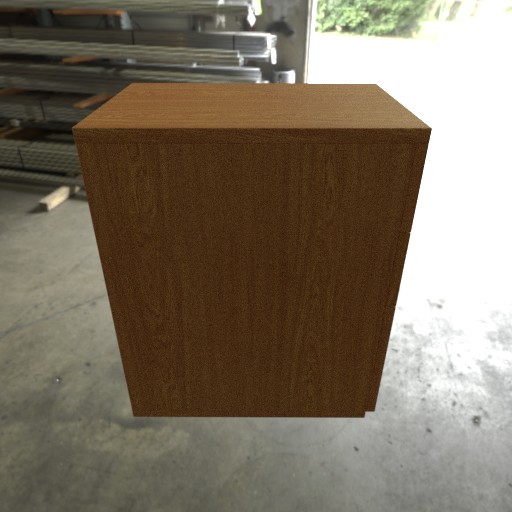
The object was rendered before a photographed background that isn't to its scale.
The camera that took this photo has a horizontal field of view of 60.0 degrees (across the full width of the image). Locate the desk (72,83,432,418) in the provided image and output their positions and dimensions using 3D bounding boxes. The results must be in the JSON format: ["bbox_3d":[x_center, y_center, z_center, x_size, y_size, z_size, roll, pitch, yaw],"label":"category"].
[{"bbox_3d":[0.000,0.000,1.084,0.600,0.730,0.404,0,31,0],"label":"desk"}]
